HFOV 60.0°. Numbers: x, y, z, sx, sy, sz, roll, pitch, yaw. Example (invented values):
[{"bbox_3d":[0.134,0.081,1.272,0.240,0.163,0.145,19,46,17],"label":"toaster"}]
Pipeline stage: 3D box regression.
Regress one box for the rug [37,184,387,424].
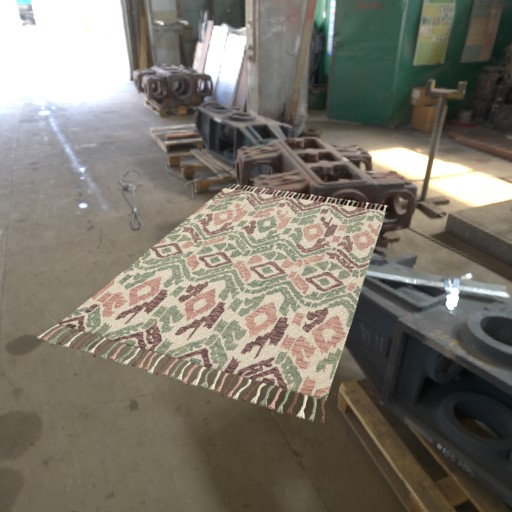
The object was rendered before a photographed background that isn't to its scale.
[{"bbox_3d":[0.000,0.000,3.046,1.524,0.011,2.438,11,32,18],"label":"rug"}]
